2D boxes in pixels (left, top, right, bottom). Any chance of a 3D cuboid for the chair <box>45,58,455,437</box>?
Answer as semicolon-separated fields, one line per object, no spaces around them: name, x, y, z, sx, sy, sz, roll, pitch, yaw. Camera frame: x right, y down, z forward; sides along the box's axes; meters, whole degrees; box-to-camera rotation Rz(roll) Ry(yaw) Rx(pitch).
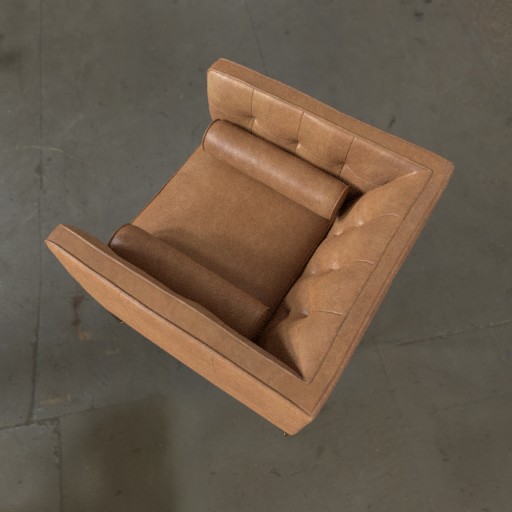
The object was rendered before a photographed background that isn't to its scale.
chair;0.000;0.000;1.658;0.912;0.797;0.920;30;68;13
